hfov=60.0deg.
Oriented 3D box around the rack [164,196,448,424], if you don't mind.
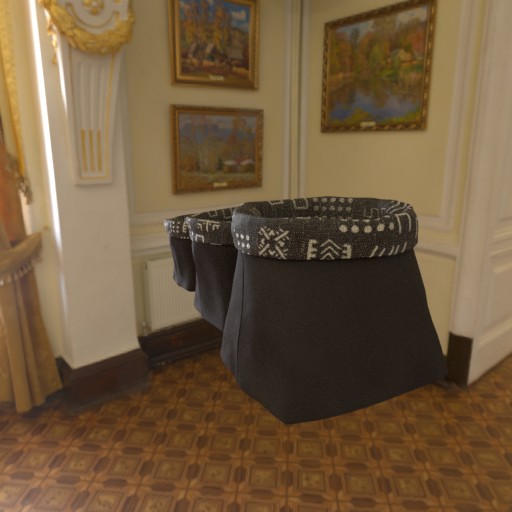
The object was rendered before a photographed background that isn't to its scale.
[{"bbox_3d":[0.000,0.000,1.094,0.379,0.323,0.905,-7,16,-26],"label":"rack"}]
